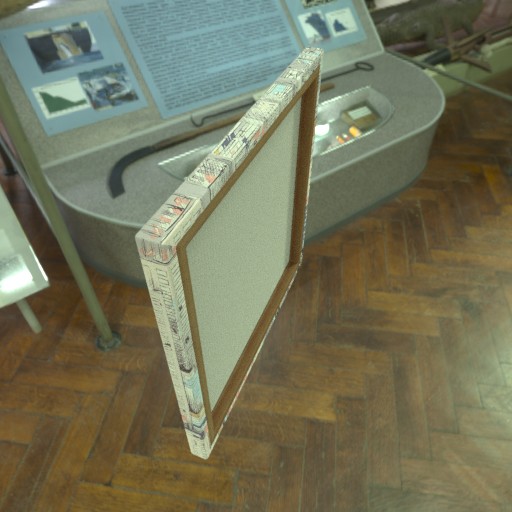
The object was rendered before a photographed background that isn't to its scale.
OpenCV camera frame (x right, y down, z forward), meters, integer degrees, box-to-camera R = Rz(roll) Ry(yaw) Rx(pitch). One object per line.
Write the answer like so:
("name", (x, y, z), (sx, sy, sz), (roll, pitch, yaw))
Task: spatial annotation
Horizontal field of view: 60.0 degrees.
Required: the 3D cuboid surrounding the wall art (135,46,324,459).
("wall art", (0.000, 0.000, 1.118), (0.048, 0.762, 0.761), (16, 47, 16))
